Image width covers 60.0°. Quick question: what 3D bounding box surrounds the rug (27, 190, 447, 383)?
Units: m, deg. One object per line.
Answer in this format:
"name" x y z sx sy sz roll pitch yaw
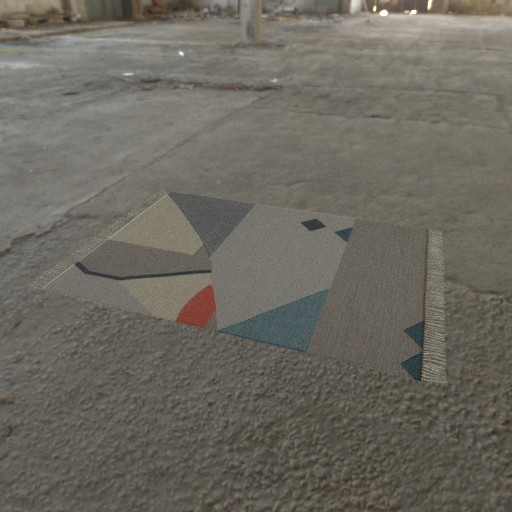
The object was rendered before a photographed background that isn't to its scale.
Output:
"rug" 0.000 0.000 2.283 1.828 0.005 1.220 10 32 17
